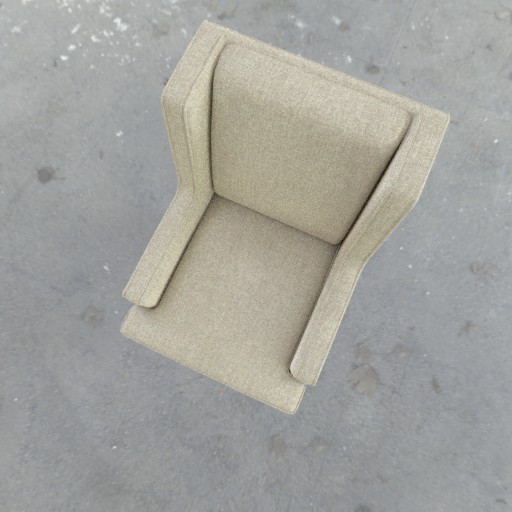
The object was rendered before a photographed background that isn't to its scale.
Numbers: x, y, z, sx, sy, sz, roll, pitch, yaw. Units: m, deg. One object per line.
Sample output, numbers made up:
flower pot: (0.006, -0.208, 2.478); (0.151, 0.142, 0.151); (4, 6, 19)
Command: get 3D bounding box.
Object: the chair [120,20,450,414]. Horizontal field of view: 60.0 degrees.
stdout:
chair: (0.000, 0.000, 1.660); (0.764, 1.082, 0.948); (24, 77, 6)
